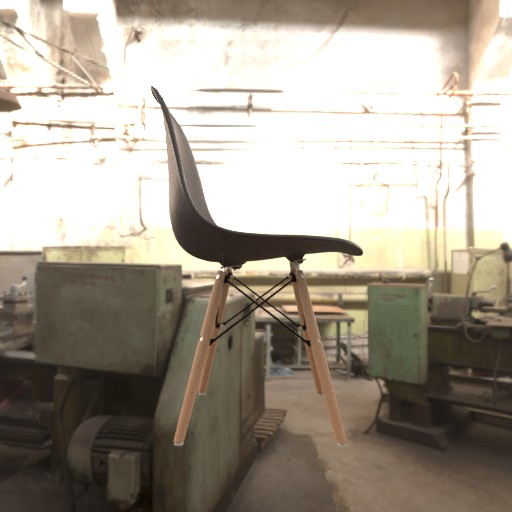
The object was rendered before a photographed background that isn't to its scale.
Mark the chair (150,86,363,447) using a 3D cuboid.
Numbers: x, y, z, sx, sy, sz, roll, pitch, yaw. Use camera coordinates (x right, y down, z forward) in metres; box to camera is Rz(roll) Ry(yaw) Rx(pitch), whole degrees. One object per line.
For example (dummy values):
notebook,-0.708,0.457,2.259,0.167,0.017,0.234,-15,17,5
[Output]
chair,0.000,0.000,1.148,0.533,0.826,0.470,0,-1,1
